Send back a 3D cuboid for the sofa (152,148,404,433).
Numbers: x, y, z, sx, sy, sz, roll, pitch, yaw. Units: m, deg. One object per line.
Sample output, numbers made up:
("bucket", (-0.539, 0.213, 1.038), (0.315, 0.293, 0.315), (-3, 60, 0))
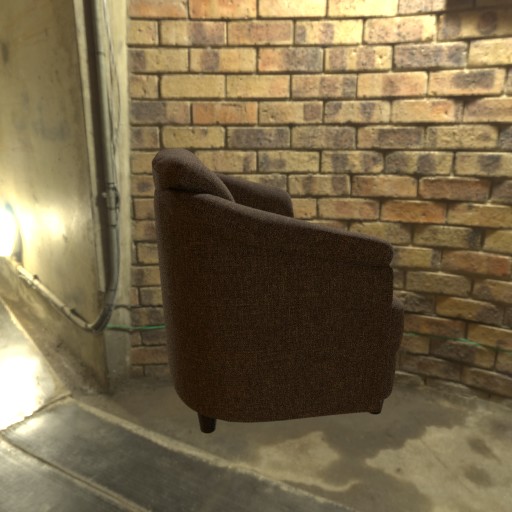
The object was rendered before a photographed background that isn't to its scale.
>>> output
("sofa", (0.000, 0.000, 1.910), (0.799, 0.895, 1.404), (-3, 16, -10))
